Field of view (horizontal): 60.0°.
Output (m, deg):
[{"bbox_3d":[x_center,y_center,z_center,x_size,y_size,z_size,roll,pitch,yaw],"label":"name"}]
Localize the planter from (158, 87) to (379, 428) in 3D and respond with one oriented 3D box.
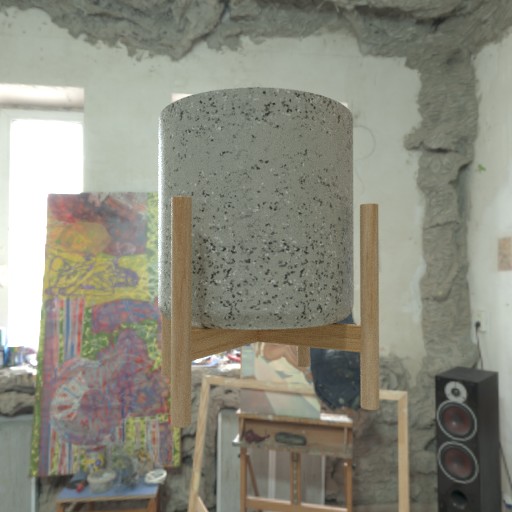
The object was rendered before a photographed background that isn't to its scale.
[{"bbox_3d":[0.000,0.000,0.704,0.360,0.419,0.360,1,-1,-37],"label":"planter"}]
